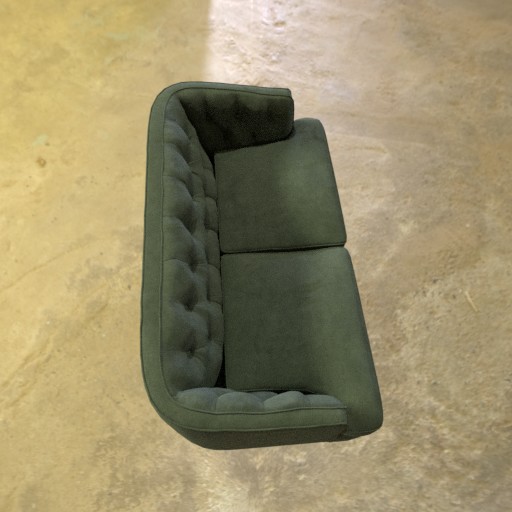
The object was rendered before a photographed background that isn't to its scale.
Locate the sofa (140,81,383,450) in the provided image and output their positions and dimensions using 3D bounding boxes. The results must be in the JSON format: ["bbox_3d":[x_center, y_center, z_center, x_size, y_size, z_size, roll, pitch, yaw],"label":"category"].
[{"bbox_3d":[0.000,0.000,2.206,0.941,0.855,1.733,-4,62,-2],"label":"sofa"}]
